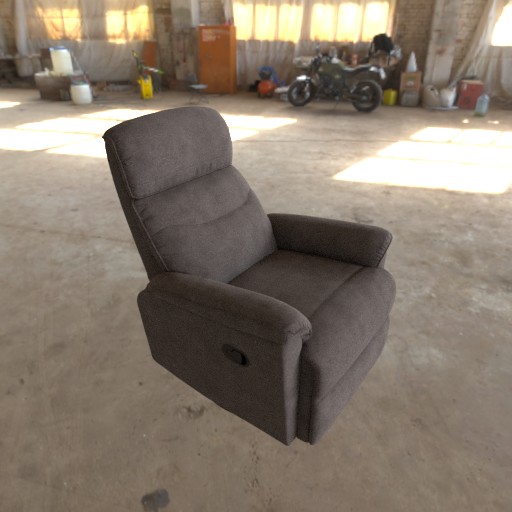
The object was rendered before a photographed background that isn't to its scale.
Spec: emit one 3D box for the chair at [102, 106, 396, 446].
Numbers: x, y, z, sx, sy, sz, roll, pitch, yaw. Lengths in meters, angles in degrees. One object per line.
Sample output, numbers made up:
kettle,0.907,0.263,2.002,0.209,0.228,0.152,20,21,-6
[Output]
chair,0.000,0.000,1.765,1.009,1.036,0.830,18,33,31
